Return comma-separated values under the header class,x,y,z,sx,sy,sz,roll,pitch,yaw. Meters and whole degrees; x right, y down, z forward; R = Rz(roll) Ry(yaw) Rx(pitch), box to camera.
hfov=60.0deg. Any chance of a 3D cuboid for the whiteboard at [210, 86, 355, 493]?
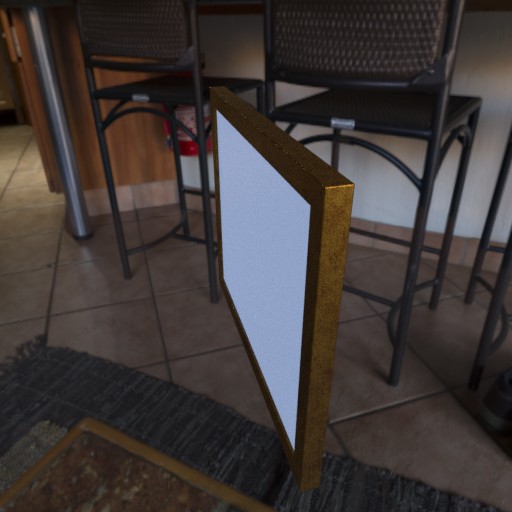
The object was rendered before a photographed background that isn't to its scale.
class,x,y,z,sx,sy,sz,roll,pitch,yaw
whiteboard,0.000,0.000,0.750,0.029,0.457,0.561,-8,31,-14
